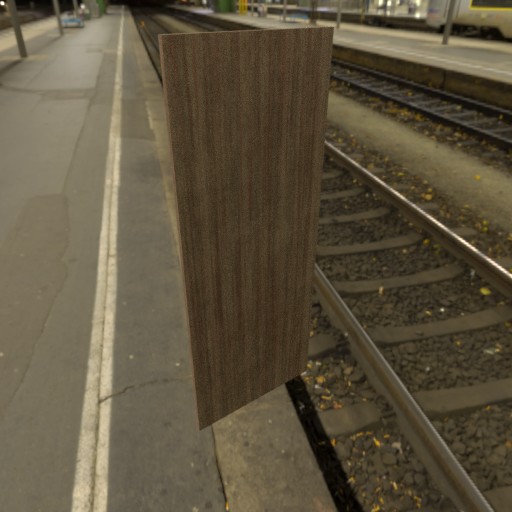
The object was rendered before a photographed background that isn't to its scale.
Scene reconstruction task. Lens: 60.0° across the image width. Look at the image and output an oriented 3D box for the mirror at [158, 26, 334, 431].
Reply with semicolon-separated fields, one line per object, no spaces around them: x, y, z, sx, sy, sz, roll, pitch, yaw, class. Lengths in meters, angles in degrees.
0.000;0.000;2.235;0.812;2.032;0.025;-20;36;-30;mirror
